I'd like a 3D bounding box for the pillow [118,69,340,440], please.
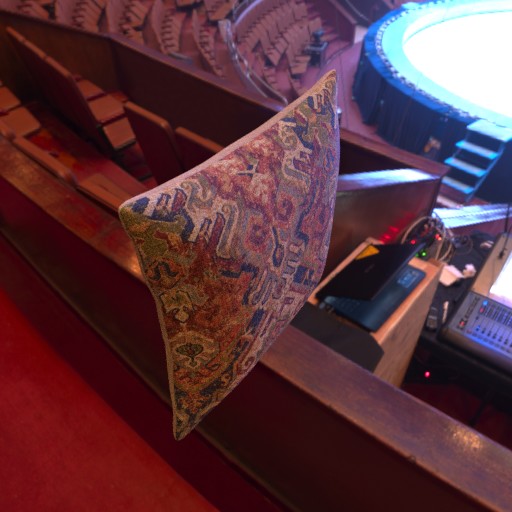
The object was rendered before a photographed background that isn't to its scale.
[{"bbox_3d":[0.000,0.000,0.795,0.166,0.506,0.523,24,47,25],"label":"pillow"}]
